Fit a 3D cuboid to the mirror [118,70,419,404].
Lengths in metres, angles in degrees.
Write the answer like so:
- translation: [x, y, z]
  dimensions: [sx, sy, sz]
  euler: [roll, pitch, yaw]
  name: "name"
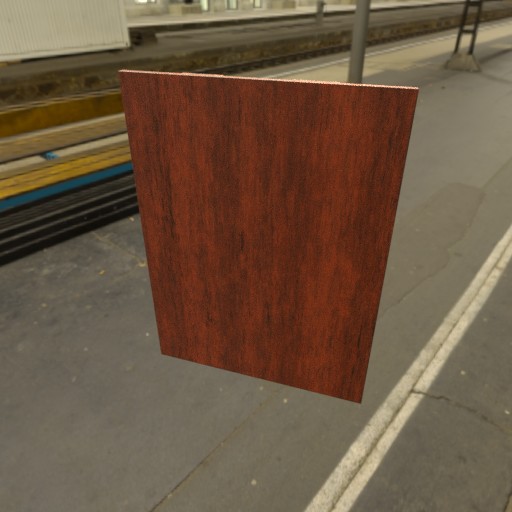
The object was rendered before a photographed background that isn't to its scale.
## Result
- translation: [0.000, 0.000, 1.066]
  dimensions: [0.600, 0.805, 0.021]
  euler: [10, 33, 15]
  name: "mirror"
